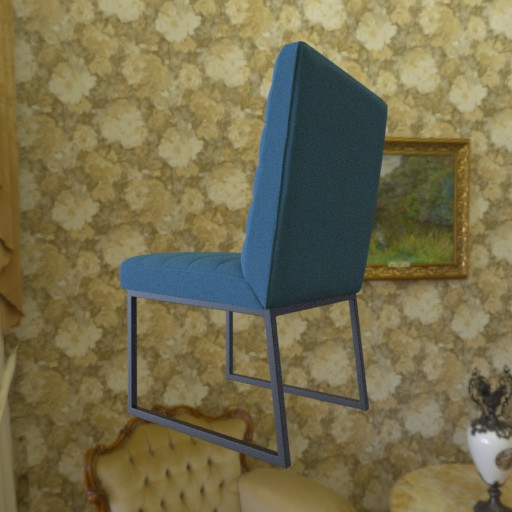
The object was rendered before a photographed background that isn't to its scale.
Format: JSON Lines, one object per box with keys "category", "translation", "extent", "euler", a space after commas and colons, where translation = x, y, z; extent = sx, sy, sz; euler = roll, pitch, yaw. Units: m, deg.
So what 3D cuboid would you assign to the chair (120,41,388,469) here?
{"category": "chair", "translation": [0.000, 0.000, 1.307], "extent": [0.634, 0.930, 0.520], "euler": [0, 1, 37]}
